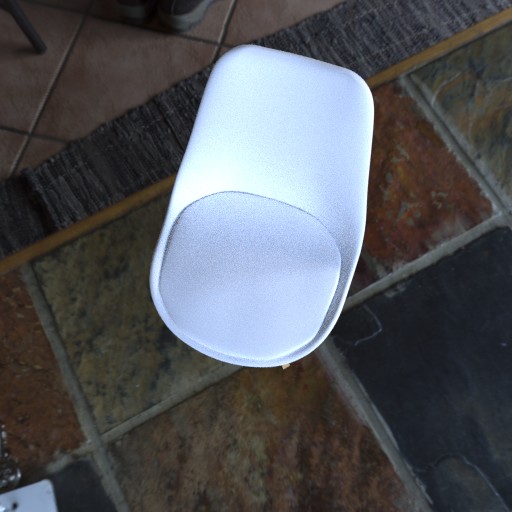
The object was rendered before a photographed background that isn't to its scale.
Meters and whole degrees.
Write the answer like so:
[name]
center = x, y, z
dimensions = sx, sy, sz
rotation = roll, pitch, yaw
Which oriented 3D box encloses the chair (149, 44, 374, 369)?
[chair]
center = 0.000, 0.000, 1.135
dimensions = 0.485, 0.849, 0.550
rotation = 17, 74, 5
